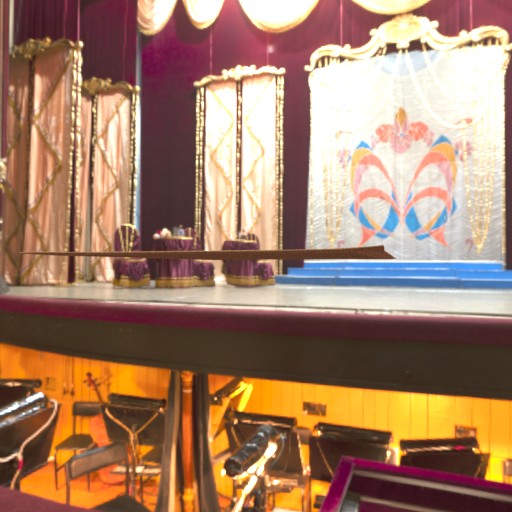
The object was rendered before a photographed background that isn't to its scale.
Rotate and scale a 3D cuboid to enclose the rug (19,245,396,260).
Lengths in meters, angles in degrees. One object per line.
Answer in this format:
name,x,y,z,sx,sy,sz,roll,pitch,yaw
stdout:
rug,0.000,0.000,3.868,2.277,0.035,2.897,0,-1,19
